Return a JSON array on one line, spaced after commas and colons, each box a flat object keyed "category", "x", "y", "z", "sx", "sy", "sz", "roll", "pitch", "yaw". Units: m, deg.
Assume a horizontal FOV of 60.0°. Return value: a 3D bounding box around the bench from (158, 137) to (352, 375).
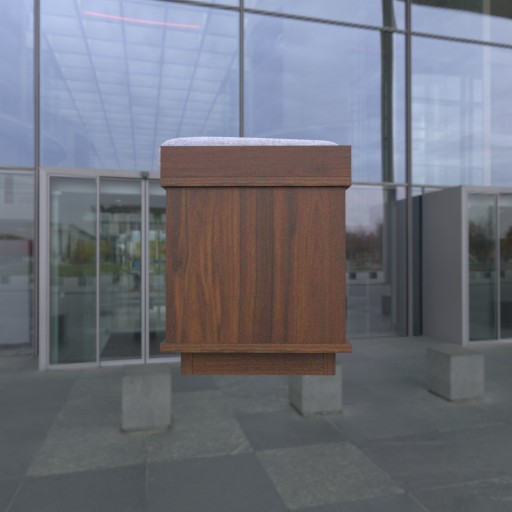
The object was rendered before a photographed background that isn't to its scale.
[{"category": "bench", "x": 0.000, "y": 0.000, "z": 1.409, "sx": 0.367, "sy": 0.468, "sz": 1.196, "roll": 0, "pitch": 0, "yaw": 1}]
